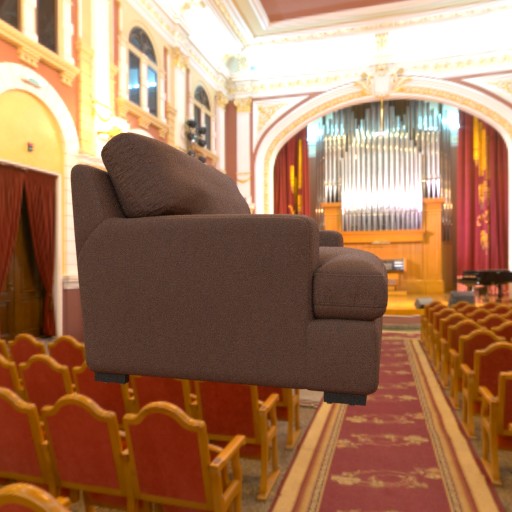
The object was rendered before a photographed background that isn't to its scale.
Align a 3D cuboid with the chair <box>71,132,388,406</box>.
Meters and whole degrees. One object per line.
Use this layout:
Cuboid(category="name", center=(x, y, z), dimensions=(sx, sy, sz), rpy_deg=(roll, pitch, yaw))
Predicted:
Cuboid(category="chair", center=(0.000, 0.000, 2.005), dimensions=(1.143, 0.940, 1.168), rpy_deg=(0, 0, 16))
